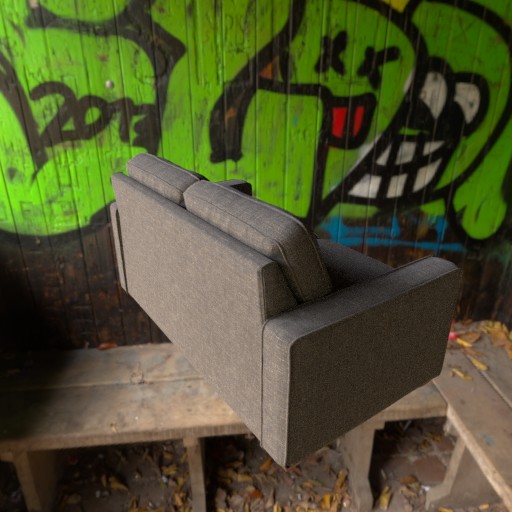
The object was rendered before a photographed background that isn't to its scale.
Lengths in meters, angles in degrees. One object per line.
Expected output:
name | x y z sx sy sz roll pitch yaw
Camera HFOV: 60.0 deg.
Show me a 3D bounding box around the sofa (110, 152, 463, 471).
sofa | 0.000 0.000 2.261 0.947 0.918 1.709 -16 29 -31
